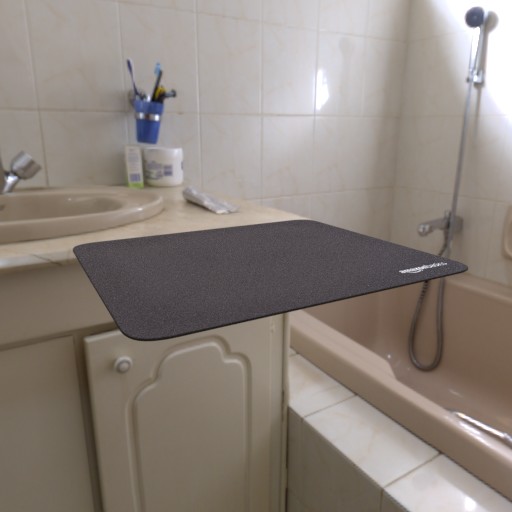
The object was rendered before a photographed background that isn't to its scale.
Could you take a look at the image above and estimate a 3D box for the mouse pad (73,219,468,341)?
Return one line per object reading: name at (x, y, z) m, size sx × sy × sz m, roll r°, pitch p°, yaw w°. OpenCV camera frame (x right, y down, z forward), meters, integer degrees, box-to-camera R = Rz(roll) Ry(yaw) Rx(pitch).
mouse pad at (0.000, 0.000, 0.442) m, size 0.315 × 0.002 × 0.269 m, roll -9°, pitch 18°, yaw -28°
